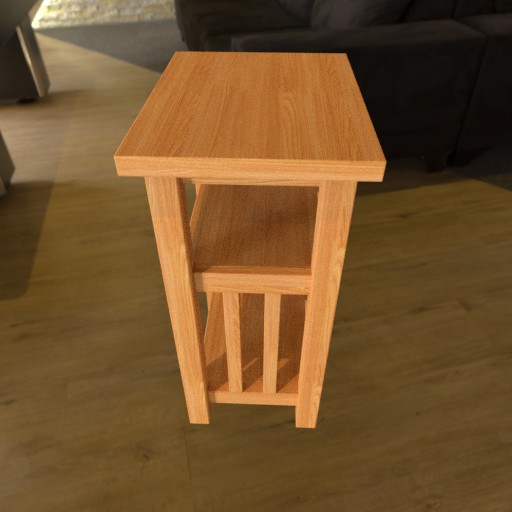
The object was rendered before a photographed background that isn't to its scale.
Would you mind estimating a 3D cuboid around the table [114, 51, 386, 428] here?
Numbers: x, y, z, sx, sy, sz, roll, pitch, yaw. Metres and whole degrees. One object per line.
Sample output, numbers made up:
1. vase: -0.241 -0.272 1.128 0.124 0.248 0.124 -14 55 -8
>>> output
1. table: 0.000 0.000 0.748 0.270 0.550 0.350 2 41 2
